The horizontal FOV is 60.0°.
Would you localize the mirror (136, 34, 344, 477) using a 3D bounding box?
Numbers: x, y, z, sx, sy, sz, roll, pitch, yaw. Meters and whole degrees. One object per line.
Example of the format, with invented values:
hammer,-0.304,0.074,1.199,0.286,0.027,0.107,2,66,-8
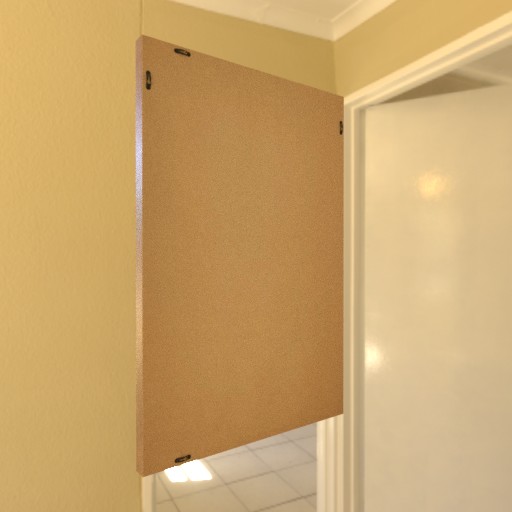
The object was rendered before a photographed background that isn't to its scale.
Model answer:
mirror,0.000,0.000,1.110,0.609,0.915,0.040,0,0,-37
